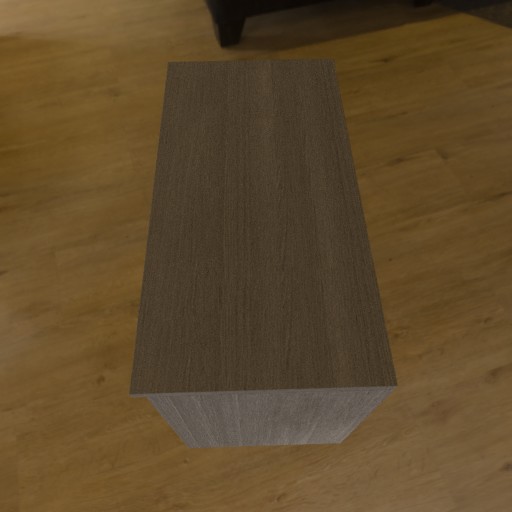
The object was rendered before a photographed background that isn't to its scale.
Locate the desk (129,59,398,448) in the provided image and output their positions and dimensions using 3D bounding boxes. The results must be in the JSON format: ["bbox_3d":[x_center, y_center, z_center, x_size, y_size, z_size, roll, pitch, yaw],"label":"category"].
[{"bbox_3d":[0.000,0.000,1.516,0.557,0.729,1.099,-2,59,-1],"label":"desk"}]
